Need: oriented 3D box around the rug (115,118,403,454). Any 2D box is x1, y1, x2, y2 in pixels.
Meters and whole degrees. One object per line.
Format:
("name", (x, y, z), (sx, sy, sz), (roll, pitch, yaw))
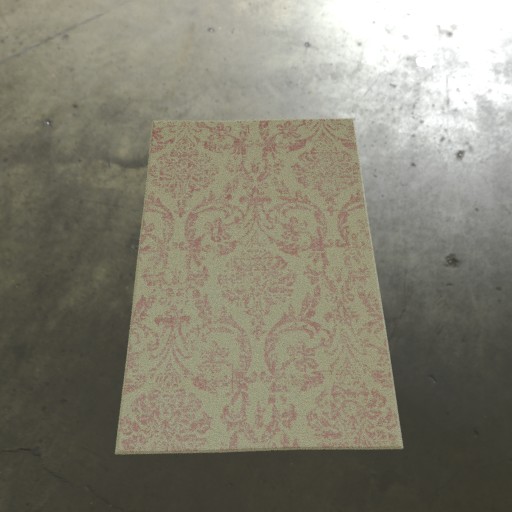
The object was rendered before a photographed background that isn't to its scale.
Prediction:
("rug", (0.000, 0.000, 2.274), (1.219, 0.012, 1.839), (-1, 64, 0))
